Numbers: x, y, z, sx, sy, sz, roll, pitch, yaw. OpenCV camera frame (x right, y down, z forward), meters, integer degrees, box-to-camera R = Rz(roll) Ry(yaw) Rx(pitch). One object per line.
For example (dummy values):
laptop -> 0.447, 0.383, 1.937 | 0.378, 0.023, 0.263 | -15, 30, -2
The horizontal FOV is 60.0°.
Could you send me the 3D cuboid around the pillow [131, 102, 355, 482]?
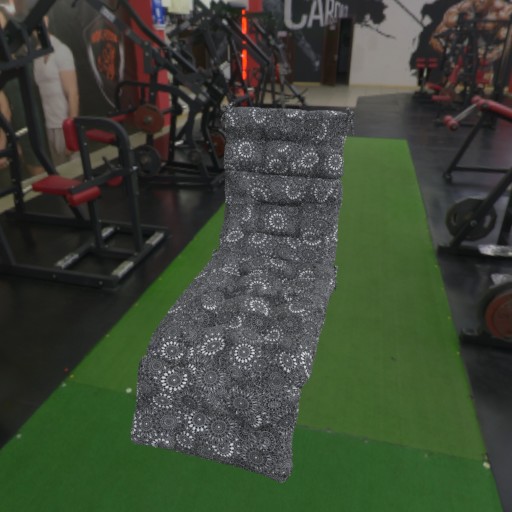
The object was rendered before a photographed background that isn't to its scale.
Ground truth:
pillow -> 0.000, 0.000, 1.489 | 0.526, 0.863, 1.016 | 8, 28, 14
